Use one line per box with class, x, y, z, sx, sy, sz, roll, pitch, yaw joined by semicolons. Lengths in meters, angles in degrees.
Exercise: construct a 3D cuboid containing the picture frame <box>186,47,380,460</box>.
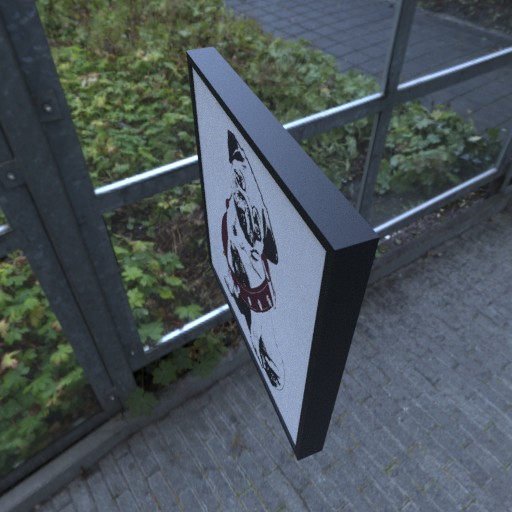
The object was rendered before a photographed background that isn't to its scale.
picture frame;0.000;0.000;0.471;0.030;0.317;0.317;-16;47;-15
